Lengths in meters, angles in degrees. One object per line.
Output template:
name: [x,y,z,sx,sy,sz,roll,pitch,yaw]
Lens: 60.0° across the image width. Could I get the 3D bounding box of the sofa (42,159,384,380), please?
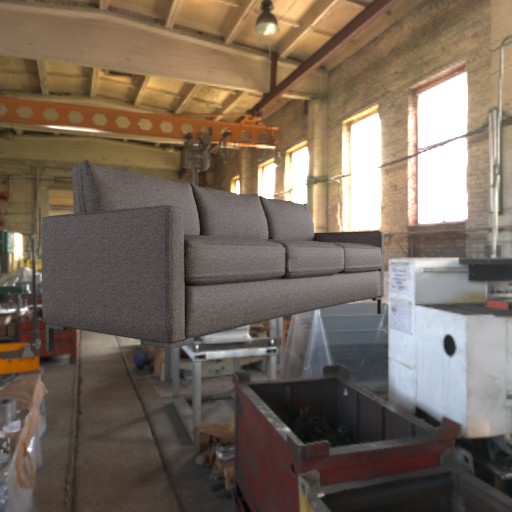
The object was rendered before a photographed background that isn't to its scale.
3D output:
sofa: [0.000,0.000,2.704,0.876,0.882,2.253,0,0,35]
